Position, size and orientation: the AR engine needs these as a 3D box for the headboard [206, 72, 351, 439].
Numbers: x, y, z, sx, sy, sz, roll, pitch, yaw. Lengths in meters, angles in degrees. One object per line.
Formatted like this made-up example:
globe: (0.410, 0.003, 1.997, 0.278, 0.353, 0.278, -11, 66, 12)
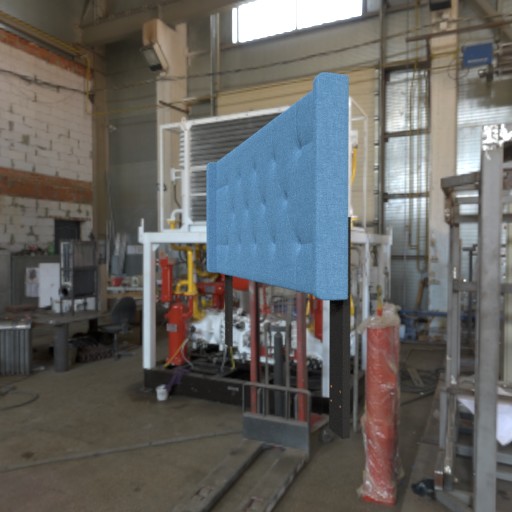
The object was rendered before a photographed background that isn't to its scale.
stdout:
headboard: (0.000, 0.000, 2.783, 0.184, 1.524, 2.051, 0, 1, -19)
